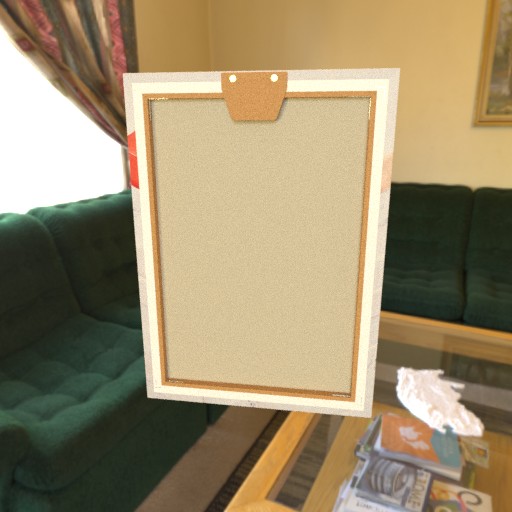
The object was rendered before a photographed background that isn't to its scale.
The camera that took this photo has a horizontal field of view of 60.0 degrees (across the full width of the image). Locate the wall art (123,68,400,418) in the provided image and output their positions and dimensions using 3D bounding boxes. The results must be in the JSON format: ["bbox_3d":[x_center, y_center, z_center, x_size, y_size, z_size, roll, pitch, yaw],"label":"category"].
[{"bbox_3d":[0.000,0.000,1.095,0.613,0.848,0.036,2,16,8],"label":"wall art"}]
